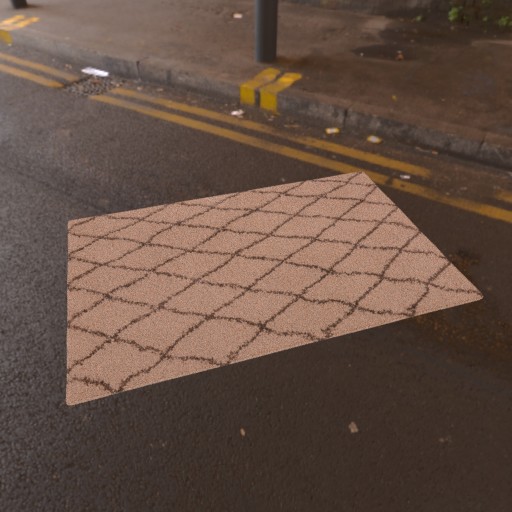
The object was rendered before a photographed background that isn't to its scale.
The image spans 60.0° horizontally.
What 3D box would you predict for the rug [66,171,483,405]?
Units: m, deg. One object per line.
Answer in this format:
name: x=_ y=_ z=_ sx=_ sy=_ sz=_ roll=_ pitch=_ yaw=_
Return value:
rug: x=0.000 y=0.000 z=3.383 sx=2.743 sy=0.030 sz=1.778 roll=-12 pitch=42 yaw=-13
